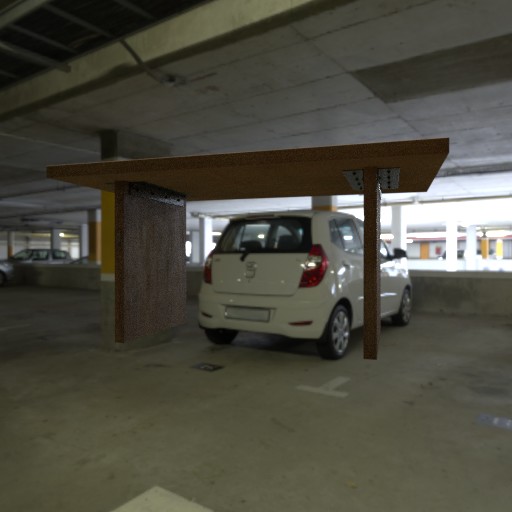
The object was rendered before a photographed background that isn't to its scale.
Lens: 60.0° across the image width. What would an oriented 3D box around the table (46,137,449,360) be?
[{"bbox_3d":[0.000,0.000,2.136,1.609,0.780,0.946,0,0,17],"label":"table"}]
